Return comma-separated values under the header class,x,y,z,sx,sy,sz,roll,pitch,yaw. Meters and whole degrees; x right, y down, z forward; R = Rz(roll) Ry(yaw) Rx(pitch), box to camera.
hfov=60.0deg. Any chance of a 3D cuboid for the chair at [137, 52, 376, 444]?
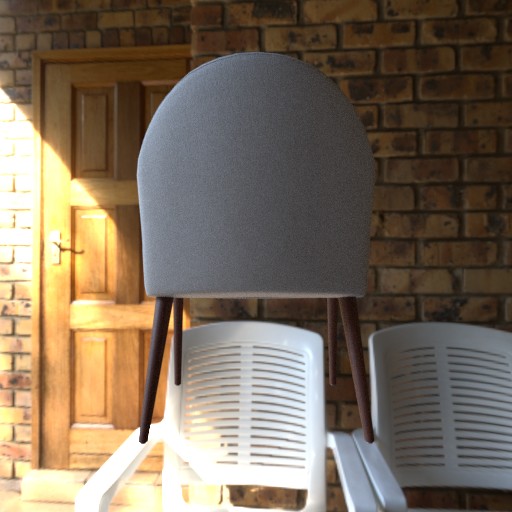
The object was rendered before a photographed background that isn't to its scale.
class,x,y,z,sx,sy,sz,roll,pitch,yaw
chair,0.000,0.000,1.266,0.610,0.889,0.620,0,-1,0
